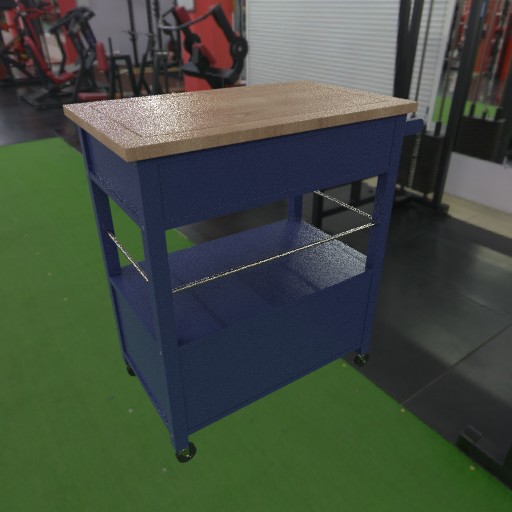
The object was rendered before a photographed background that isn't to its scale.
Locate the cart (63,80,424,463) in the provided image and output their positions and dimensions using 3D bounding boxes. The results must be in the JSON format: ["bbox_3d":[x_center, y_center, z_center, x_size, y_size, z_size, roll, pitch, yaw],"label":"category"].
[{"bbox_3d":[0.000,0.000,1.348,0.840,0.901,0.459,-18,34,-29],"label":"cart"}]
